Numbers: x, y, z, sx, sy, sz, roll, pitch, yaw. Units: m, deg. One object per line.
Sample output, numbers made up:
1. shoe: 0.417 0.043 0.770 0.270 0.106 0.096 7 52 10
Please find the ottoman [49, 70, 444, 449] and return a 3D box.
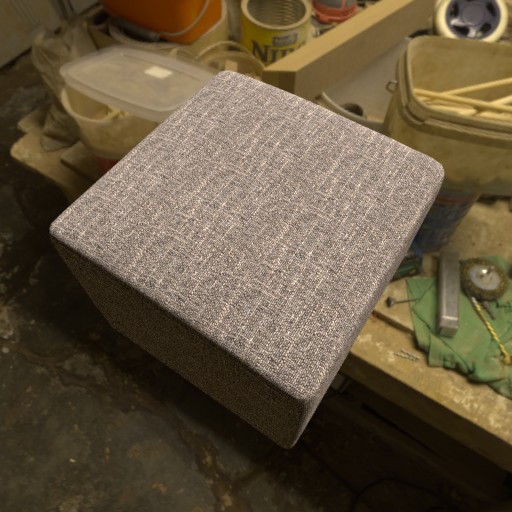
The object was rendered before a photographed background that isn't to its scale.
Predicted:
1. ottoman: 0.000 0.000 0.921 0.512 0.453 0.521 30 63 17
